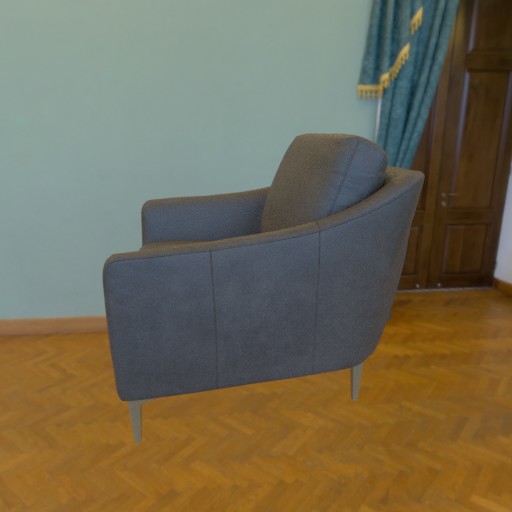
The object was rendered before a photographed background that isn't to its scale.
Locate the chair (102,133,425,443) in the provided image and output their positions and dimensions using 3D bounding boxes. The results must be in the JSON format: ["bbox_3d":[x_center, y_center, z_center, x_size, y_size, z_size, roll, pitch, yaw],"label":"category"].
[{"bbox_3d":[0.000,0.000,1.688,0.961,0.901,0.988,-2,16,-7],"label":"chair"}]
